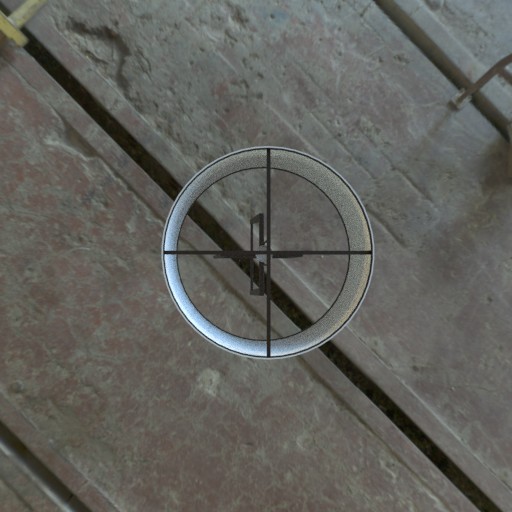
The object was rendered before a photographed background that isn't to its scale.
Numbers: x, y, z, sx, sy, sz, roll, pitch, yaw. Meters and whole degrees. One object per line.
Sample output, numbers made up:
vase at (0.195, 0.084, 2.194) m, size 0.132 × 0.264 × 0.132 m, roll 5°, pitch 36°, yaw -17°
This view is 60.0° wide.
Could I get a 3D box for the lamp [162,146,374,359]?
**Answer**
lamp at (0.000, 0.000, 1.704) m, size 0.456 × 1.510 × 0.457 m, roll 0°, pitch 89°, yaw -2°
